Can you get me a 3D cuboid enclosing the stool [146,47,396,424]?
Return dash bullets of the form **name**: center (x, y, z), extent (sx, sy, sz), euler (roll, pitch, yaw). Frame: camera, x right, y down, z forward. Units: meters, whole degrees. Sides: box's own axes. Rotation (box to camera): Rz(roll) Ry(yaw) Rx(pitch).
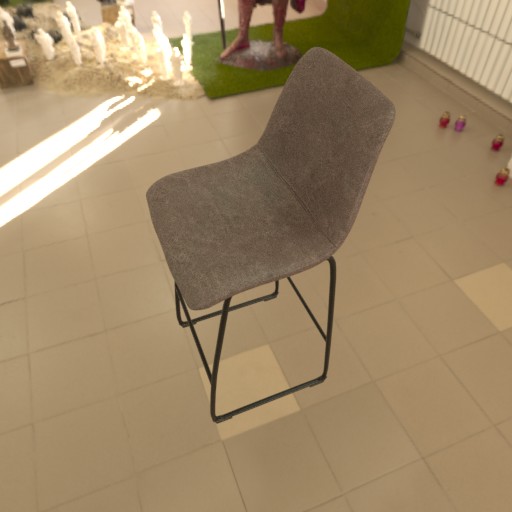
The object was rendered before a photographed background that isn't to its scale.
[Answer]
- **stool**: center (0.000, 0.000, 1.390), extent (0.561, 1.082, 0.514), euler (-16, 48, -15)
